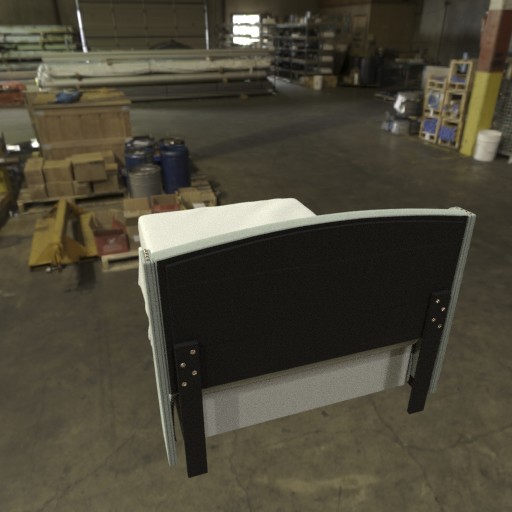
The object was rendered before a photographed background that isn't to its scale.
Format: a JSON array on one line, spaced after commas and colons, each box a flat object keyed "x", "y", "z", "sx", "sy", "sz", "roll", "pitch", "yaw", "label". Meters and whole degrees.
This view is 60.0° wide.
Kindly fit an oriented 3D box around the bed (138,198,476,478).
[{"x": 0.000, "y": 0.000, "z": 3.269, "sx": 1.710, "sy": 1.407, "sz": 2.237, "roll": -9, "pitch": 28, "yaw": -16, "label": "bed"}]
